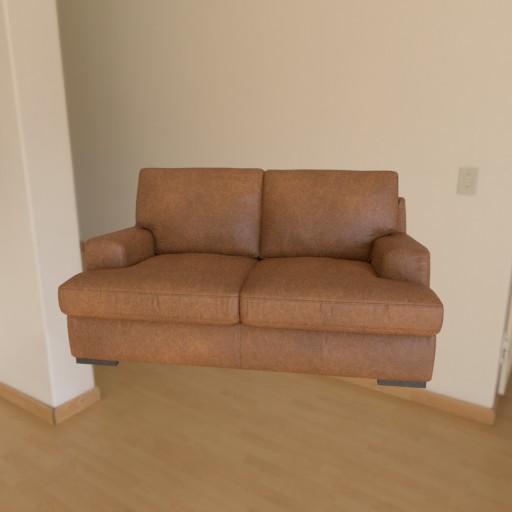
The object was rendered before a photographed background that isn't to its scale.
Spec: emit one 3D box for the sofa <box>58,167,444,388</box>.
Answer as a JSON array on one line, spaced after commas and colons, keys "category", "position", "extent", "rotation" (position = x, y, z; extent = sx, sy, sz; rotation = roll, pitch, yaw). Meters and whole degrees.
[{"category": "sofa", "position": [0.000, 0.000, 2.561], "extent": [1.880, 0.966, 1.144], "rotation": [2, 14, 8]}]
